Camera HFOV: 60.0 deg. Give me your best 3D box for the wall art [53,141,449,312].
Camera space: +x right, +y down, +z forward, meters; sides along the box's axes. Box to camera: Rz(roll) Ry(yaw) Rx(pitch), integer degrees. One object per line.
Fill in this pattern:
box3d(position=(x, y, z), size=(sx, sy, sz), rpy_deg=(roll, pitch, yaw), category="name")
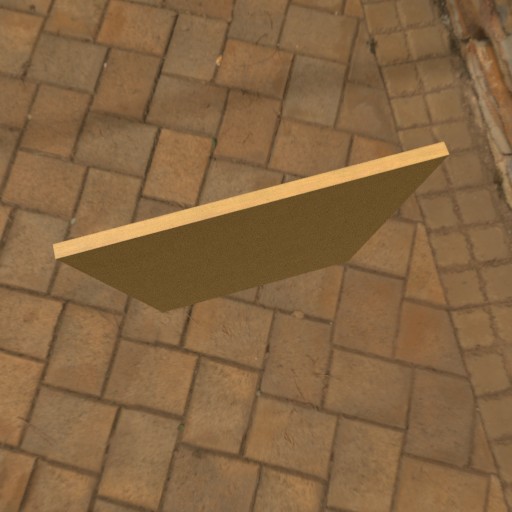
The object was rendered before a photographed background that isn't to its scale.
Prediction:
box3d(position=(0.000, 0.000, 1.356), size=(0.798, 1.002, 0.030), rpy_deg=(-15, 77, -3), category="wall art")
